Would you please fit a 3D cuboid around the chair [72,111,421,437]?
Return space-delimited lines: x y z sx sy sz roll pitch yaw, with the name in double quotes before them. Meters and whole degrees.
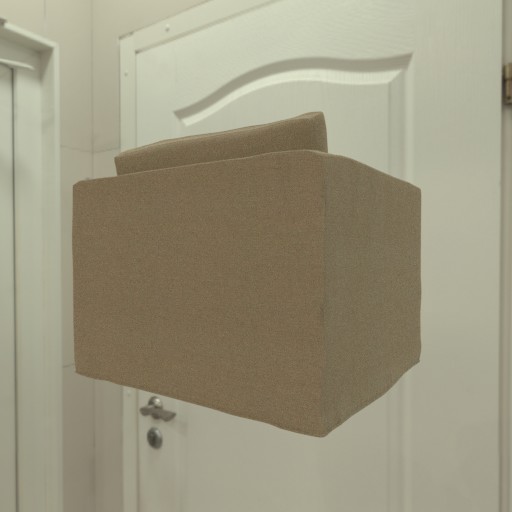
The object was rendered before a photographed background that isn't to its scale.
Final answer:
"chair" 0.000 0.000 1.726 1.057 0.863 0.949 1 1 34
